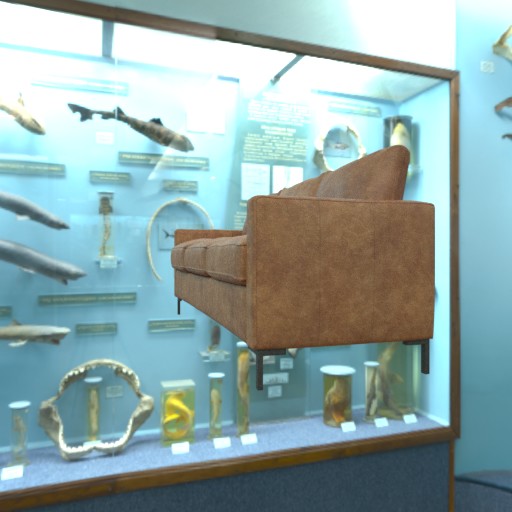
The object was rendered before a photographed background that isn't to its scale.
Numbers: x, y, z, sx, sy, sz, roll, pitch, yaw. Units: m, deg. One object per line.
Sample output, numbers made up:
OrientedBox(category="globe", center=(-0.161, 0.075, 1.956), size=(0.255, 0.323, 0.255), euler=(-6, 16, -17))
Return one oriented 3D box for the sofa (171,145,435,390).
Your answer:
OrientedBox(category="sofa", center=(0.000, 0.000, 2.444), size=(0.748, 0.863, 2.029), euler=(0, 0, -18))
